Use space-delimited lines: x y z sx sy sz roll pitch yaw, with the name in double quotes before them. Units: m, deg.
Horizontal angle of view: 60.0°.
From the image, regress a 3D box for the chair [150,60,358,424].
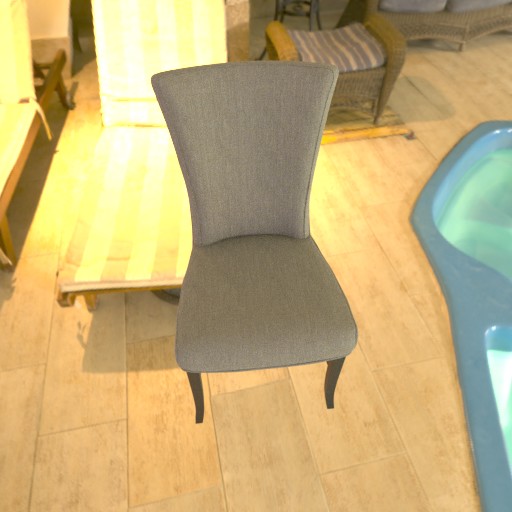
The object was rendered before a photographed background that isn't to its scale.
"chair" 0.000 0.000 1.399 0.520 0.991 0.660 -5 47 -4
